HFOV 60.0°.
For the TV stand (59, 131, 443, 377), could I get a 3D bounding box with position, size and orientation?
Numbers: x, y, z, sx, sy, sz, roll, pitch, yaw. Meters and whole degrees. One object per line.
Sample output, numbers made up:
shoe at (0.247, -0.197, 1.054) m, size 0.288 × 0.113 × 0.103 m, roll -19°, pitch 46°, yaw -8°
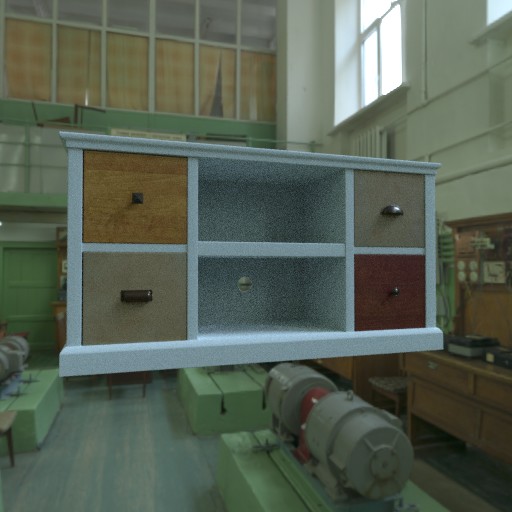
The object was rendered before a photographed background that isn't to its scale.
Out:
TV stand at (0.000, 0.000, 1.497) m, size 1.187 × 0.624 × 0.424 m, roll 0°, pitch -1°, yaw -18°
